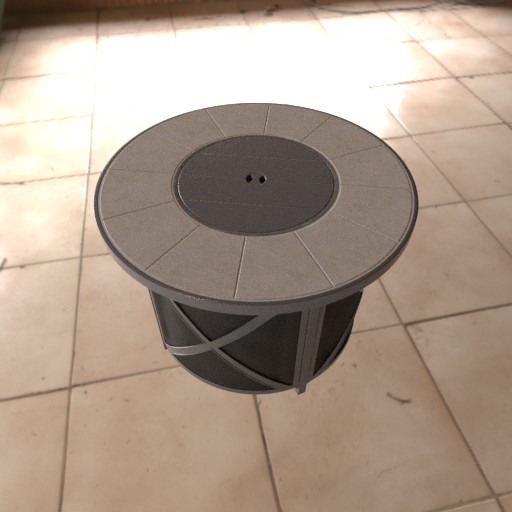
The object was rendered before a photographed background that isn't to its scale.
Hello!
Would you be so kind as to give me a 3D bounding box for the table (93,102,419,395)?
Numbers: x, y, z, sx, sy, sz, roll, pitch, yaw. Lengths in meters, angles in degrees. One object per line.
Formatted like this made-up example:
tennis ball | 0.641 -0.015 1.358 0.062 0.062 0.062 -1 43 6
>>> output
table | 0.000 0.000 1.521 0.914 0.650 0.914 0 47 0
